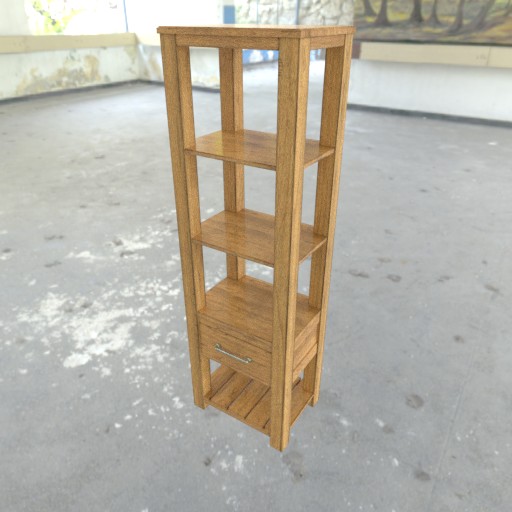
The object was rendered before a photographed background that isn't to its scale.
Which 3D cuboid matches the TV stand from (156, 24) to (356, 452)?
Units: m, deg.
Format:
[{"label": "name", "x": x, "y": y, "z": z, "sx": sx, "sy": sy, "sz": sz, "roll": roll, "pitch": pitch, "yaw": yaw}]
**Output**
[{"label": "TV stand", "x": 0.000, "y": 0.000, "z": 1.983, "sx": 0.565, "sy": 1.828, "sz": 0.435, "roll": 17, "pitch": 33, "yaw": 28}]
